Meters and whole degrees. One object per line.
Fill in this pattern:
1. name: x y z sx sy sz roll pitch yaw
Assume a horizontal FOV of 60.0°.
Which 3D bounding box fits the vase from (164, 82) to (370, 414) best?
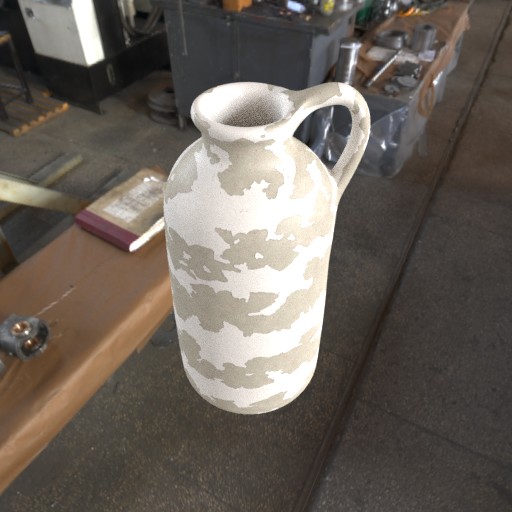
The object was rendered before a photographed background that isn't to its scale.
1. vase: 0.000 0.000 0.490 0.203 0.382 0.186 -4 44 -4
